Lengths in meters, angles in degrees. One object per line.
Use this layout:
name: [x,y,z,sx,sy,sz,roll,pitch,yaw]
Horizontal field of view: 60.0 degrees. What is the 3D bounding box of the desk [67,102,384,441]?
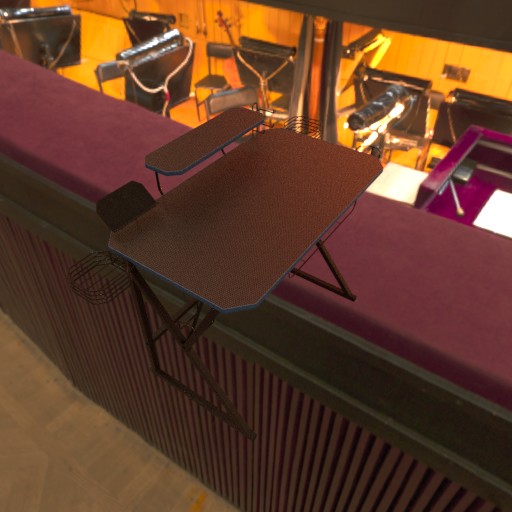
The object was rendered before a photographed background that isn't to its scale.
desk: [0.000,0.000,1.747,0.594,0.909,1.295,25,47,25]
